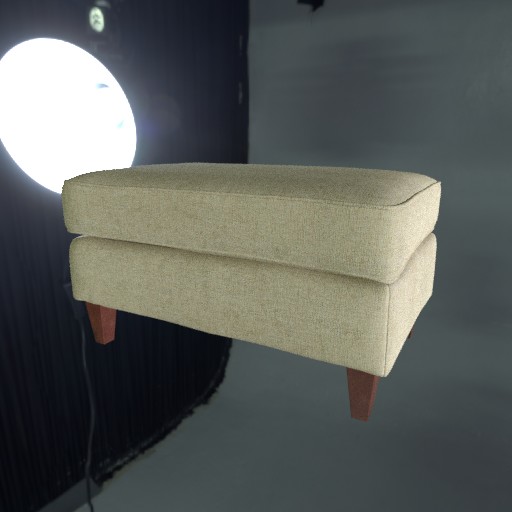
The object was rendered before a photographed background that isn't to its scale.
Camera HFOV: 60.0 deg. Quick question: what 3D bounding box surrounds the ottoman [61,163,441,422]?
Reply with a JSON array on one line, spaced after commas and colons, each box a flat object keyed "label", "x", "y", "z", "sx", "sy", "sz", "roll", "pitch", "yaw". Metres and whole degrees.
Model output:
[{"label": "ottoman", "x": 0.000, "y": 0.000, "z": 1.210, "sx": 0.862, "sy": 0.484, "sz": 0.583, "roll": 8, "pitch": 17, "yaw": 28}]
